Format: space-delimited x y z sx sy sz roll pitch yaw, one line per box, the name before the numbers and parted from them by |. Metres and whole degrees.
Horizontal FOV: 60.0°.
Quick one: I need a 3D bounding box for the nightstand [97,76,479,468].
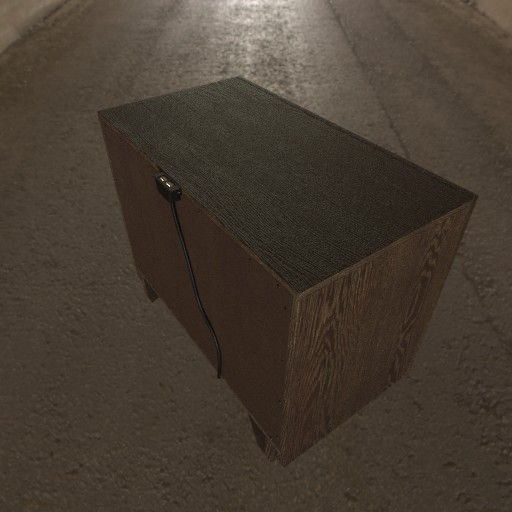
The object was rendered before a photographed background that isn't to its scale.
nightstand | 0.000 0.000 1.148 0.457 0.612 0.775 -25 47 -26
